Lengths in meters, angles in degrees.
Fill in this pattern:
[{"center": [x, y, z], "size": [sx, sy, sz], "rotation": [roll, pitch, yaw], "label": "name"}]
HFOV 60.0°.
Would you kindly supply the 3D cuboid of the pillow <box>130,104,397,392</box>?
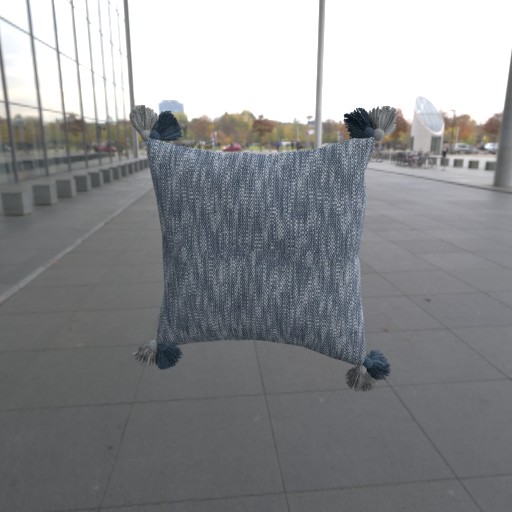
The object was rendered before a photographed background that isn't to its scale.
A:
[{"center": [0.000, 0.000, 0.957], "size": [0.614, 0.634, 0.138], "rotation": [2, 14, 9], "label": "pillow"}]
